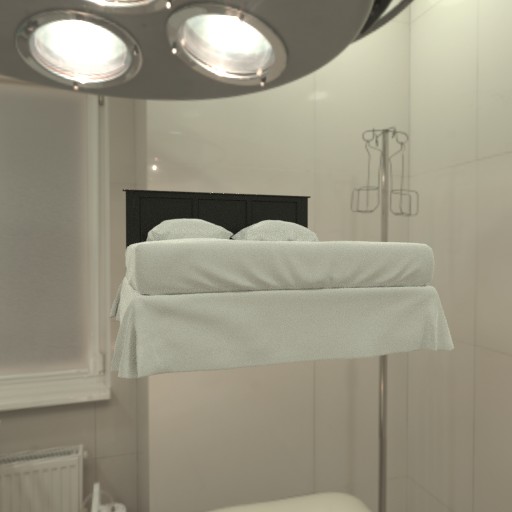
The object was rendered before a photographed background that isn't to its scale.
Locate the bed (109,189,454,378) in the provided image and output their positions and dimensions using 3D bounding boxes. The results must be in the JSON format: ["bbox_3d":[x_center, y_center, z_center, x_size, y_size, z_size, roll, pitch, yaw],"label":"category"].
[{"bbox_3d":[0.000,0.000,3.641,2.315,1.271,2.219,0,1,-18],"label":"bed"}]
